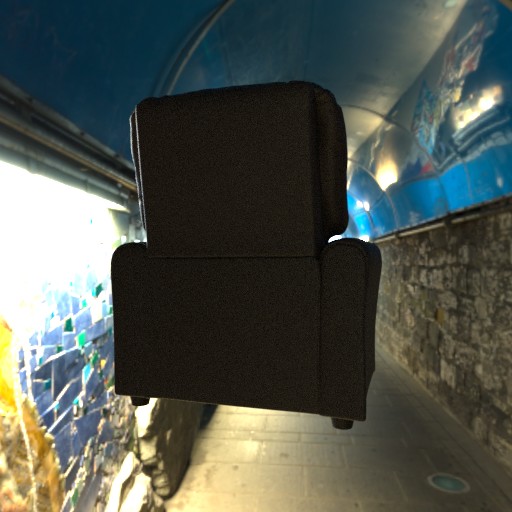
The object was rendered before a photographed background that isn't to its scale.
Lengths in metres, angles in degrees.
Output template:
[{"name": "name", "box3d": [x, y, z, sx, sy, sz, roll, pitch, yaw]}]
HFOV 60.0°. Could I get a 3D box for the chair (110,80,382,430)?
[{"name": "chair", "box3d": [0.000, 0.000, 1.137, 0.610, 0.709, 0.521, 0, -1, 18]}]
